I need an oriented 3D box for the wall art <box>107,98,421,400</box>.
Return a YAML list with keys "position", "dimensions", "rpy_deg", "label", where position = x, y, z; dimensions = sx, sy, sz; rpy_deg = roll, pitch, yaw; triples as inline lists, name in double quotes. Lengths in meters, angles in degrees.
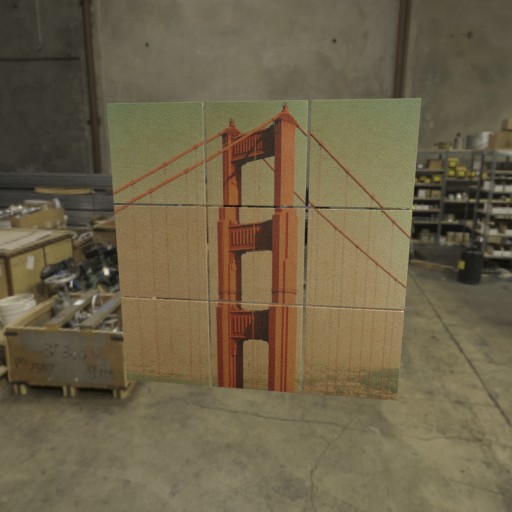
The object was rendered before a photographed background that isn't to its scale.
- position: [0.000, 0.000, 1.839]
  dimensions: [1.214, 1.219, 0.013]
  rpy_deg: [2, 13, 8]
  label: "wall art"
